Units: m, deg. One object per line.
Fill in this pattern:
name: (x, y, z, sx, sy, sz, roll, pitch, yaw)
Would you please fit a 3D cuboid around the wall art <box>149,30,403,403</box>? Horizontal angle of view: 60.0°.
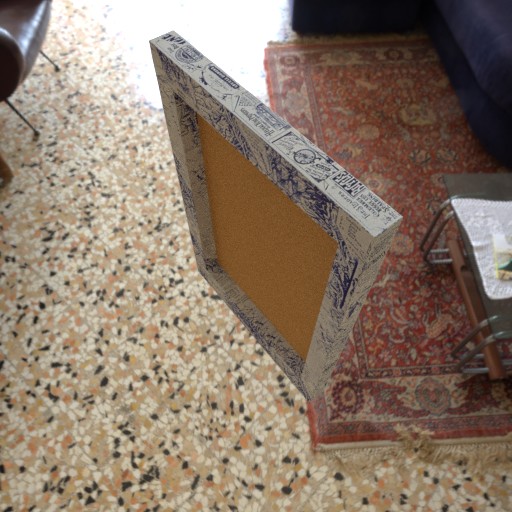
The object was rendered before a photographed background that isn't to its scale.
wall art: (0.000, 0.000, 0.760, 0.040, 0.601, 0.408, -34, 63, -20)
